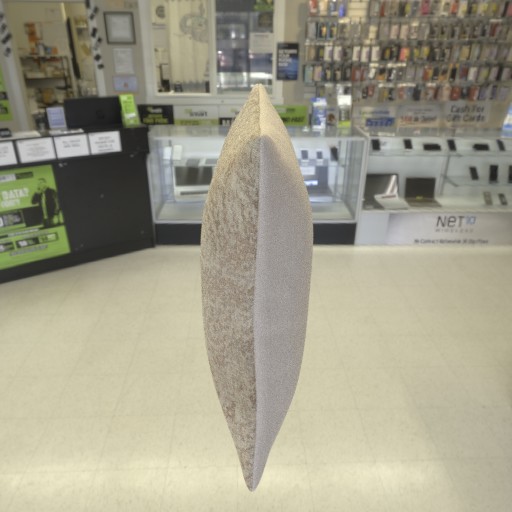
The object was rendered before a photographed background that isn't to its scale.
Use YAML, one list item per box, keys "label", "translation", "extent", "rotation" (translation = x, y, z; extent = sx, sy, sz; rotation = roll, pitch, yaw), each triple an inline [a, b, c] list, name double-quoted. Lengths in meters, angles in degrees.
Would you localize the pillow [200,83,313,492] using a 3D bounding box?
- label: "pillow"
  translation: [0.000, 0.000, 0.759]
  extent: [0.166, 0.510, 0.523]
  rotation: [0, 27, 0]
